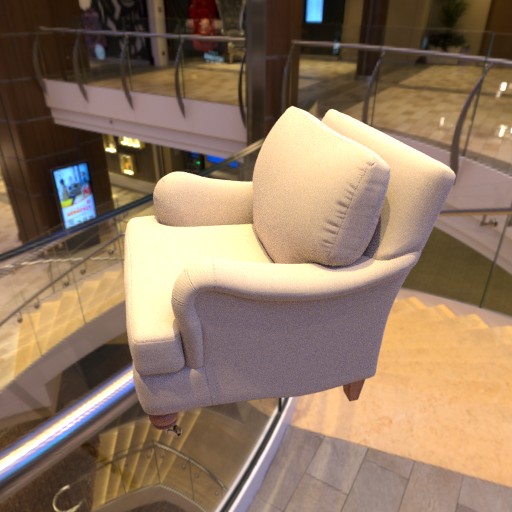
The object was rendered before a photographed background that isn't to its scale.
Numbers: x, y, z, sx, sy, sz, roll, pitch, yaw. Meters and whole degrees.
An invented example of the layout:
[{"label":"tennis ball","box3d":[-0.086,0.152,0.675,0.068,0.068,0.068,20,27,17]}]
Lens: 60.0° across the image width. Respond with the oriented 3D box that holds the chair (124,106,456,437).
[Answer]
[{"label":"chair","box3d":[0.000,0.000,1.840,1.070,1.038,0.955,-8,31,-13]}]
